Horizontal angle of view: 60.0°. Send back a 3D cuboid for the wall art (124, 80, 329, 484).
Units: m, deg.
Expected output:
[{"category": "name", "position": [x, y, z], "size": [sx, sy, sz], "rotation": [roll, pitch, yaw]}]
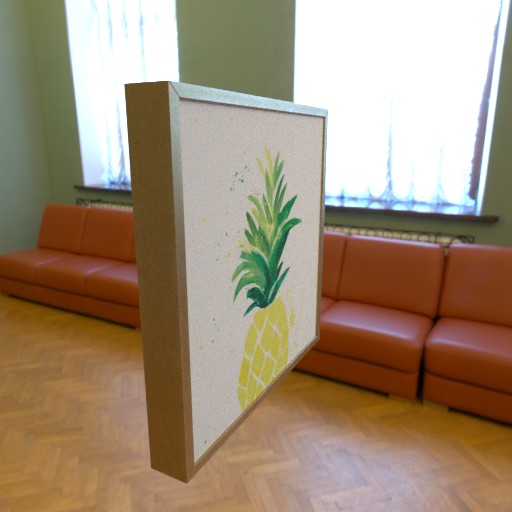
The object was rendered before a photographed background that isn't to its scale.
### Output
[{"category": "wall art", "position": [0.000, 0.000, 0.457], "size": [0.038, 0.305, 0.306], "rotation": [8, 17, 27]}]
